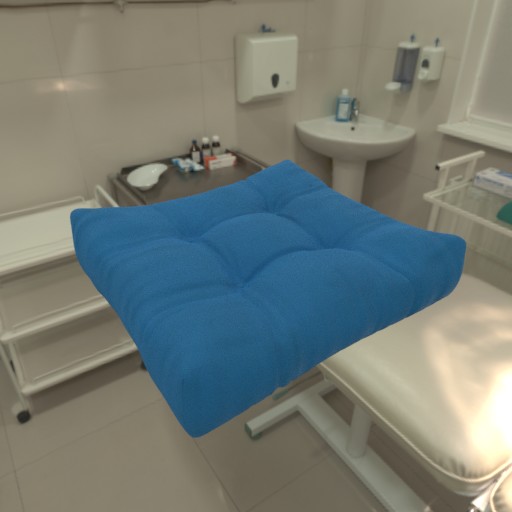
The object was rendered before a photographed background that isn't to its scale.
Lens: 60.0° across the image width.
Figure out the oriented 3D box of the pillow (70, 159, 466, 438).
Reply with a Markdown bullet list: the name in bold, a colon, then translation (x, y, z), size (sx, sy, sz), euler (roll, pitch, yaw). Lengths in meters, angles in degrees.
- **pillow**: translation (0.000, 0.000, 0.734), size (0.490, 0.128, 0.468), euler (-20, 37, -28)
